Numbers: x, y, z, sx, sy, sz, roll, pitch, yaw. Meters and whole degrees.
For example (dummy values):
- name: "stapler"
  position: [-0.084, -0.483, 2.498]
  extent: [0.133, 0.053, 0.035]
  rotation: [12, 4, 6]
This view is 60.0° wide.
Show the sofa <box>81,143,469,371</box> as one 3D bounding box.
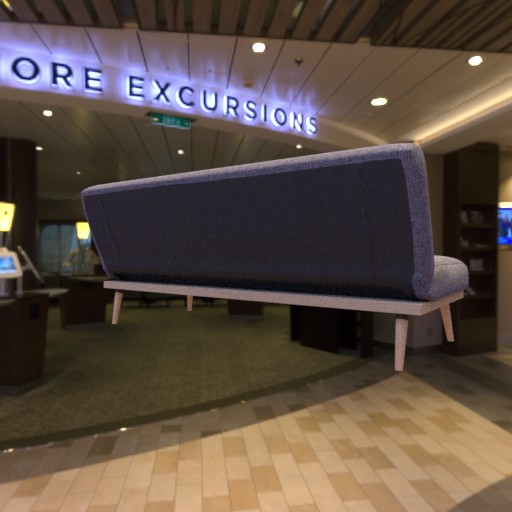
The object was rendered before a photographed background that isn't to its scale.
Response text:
- name: "sofa"
  position: [0.000, 0.000, 2.215]
  extent: [1.820, 0.770, 0.820]
  rotation: [1, 1, 36]
